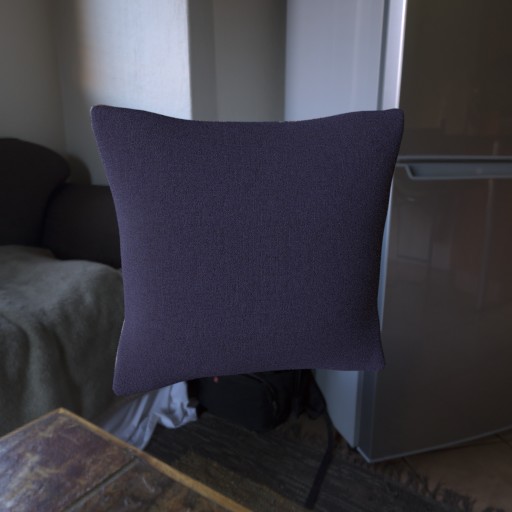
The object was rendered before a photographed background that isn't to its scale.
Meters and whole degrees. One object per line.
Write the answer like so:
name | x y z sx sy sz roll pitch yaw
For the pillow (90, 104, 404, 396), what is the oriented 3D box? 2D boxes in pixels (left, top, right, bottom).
pillow | 0.000 0.000 0.651 0.437 0.419 0.136 -3 16 -10
